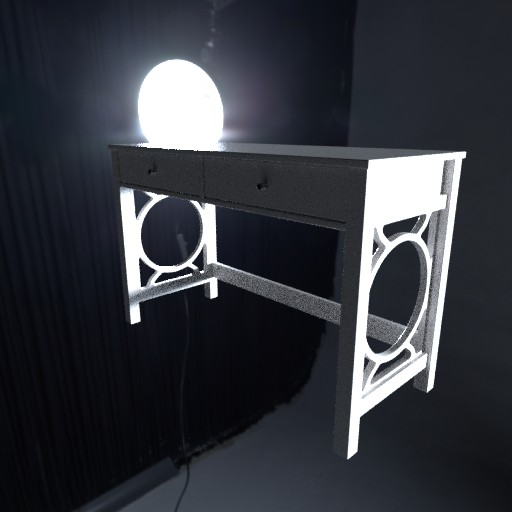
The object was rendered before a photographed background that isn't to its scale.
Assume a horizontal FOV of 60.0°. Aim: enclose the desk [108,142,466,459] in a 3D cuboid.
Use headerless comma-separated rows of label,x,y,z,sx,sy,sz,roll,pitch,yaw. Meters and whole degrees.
desk,0.000,0.000,1.602,0.504,0.762,1.191,-15,22,-41
